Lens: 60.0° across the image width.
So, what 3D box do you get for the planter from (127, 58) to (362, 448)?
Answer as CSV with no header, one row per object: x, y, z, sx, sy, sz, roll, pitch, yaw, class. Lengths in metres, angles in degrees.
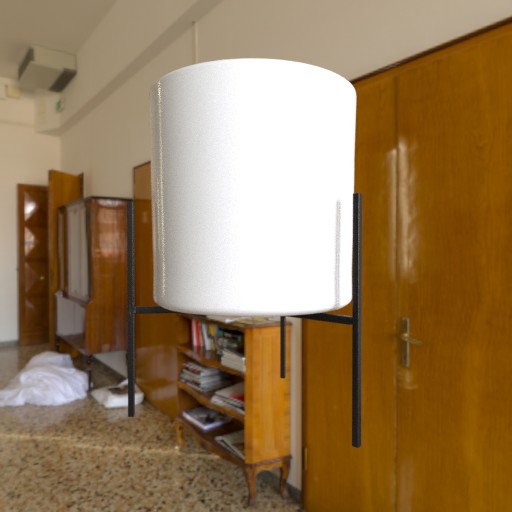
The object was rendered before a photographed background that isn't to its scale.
0.000,0.000,0.629,0.307,0.431,0.308,0,1,18,planter
